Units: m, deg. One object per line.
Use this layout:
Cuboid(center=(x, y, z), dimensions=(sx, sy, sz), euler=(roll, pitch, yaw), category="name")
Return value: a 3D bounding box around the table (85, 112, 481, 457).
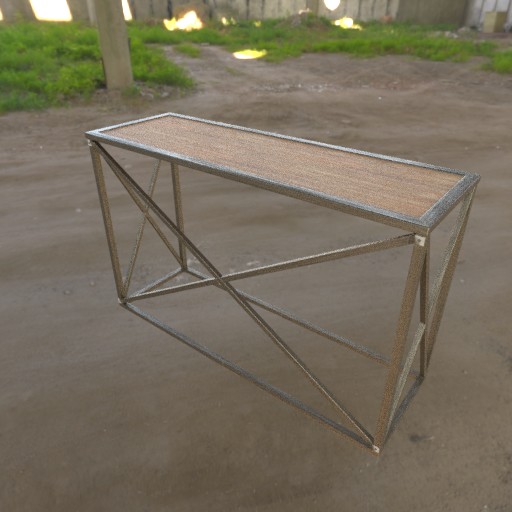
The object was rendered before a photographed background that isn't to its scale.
Cuboid(center=(0.000, 0.000, 1.559), dimensions=(1.216, 0.753, 0.402), euler=(21, 36, 32), category="table")
